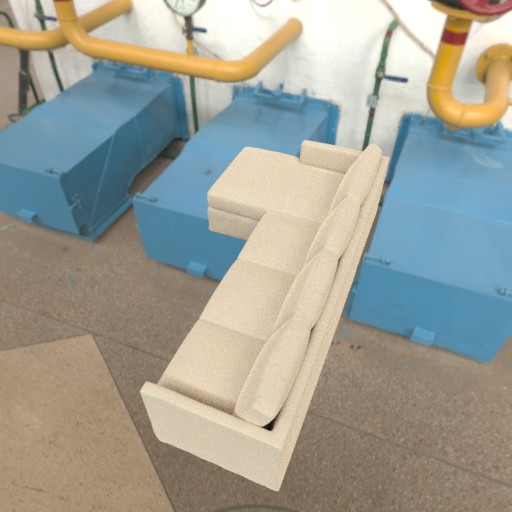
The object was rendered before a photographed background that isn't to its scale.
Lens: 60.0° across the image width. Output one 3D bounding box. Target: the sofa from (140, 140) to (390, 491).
[{"bbox_3d":[0.000,0.000,3.878,1.650,0.922,3.205,16,47,16],"label":"sofa"}]
